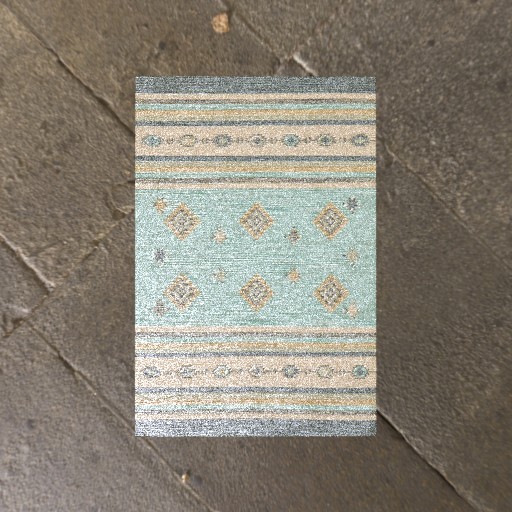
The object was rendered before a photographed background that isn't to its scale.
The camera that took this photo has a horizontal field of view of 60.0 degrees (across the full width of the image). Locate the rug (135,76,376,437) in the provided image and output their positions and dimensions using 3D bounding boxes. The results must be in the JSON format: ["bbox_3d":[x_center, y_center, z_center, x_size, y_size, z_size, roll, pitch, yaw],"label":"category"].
[{"bbox_3d":[0.000,0.000,2.234,1.212,0.010,1.811,0,90,0],"label":"rug"}]
